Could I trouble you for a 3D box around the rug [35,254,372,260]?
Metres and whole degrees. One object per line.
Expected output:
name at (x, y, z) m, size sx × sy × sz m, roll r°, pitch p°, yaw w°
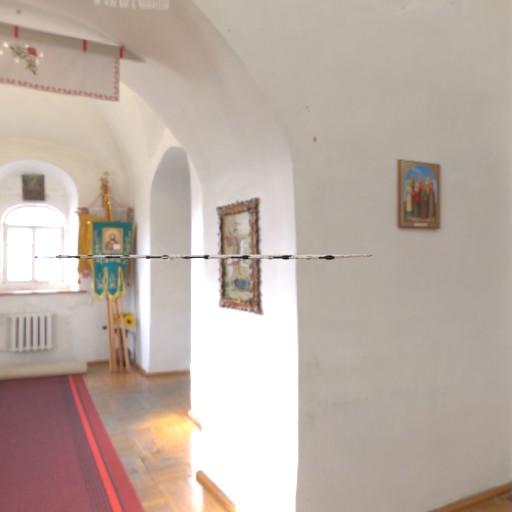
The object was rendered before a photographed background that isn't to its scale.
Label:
rug at (0.000, 0.000, 3.296) m, size 1.524 × 0.021 × 2.755 m, roll 0°, pitch 0°, yaw 18°
